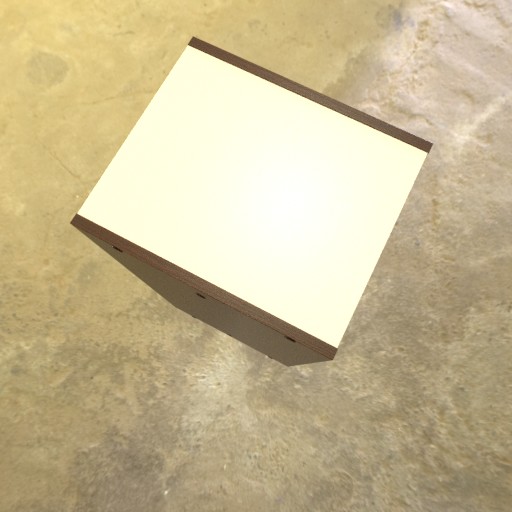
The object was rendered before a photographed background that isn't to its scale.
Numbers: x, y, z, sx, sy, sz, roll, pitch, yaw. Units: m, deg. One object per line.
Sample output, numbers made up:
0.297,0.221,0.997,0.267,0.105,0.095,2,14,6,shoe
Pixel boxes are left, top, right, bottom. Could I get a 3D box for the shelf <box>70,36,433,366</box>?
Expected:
0.000,0.000,0.744,0.290,0.600,0.253,27,77,7,shelf
